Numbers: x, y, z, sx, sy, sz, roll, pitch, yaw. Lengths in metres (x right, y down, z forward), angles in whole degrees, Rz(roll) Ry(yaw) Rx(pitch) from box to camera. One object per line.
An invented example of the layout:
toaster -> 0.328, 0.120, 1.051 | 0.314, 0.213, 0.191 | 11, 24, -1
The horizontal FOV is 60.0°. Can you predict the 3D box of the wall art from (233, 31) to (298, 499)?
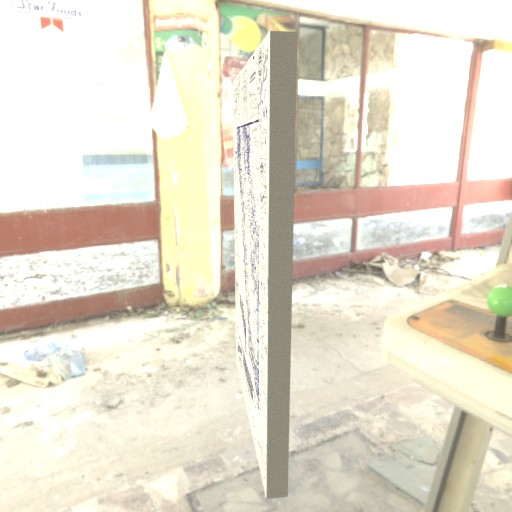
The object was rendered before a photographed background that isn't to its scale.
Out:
wall art -> 0.000, 0.000, 0.934 | 0.039, 0.753, 0.511 | -2, 14, -8
